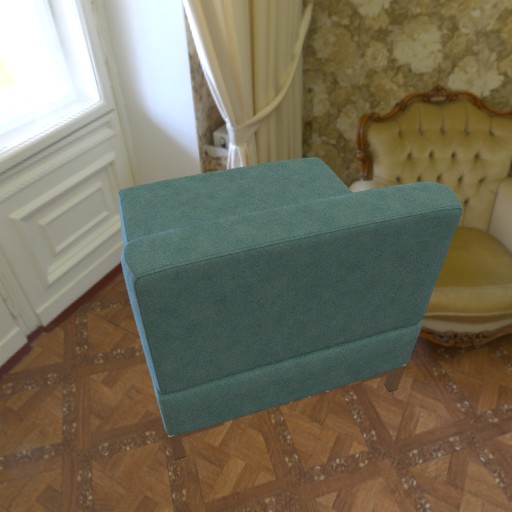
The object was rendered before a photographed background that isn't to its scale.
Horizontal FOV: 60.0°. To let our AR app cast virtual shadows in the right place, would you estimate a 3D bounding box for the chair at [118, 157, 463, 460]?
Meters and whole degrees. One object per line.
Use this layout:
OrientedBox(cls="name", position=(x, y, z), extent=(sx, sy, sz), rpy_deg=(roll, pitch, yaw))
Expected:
OrientedBox(cls="chair", position=(0.000, 0.000, 1.228), extent=(0.684, 0.660, 0.685), rpy_deg=(-12, 43, -14))
